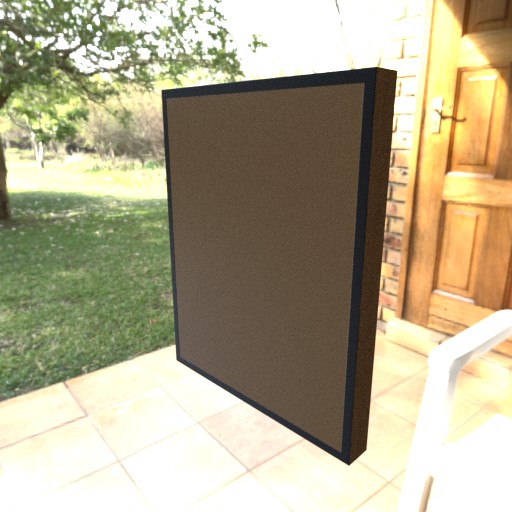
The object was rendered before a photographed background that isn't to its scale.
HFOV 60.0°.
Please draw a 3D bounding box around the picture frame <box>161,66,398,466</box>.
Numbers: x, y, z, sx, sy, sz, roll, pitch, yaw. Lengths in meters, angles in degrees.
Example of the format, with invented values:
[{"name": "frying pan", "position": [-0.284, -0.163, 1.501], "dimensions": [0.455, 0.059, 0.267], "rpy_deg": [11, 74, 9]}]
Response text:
[{"name": "picture frame", "position": [0.000, 0.000, 0.716], "dimensions": [0.046, 0.526, 0.421], "rpy_deg": [-15, 22, -43]}]
